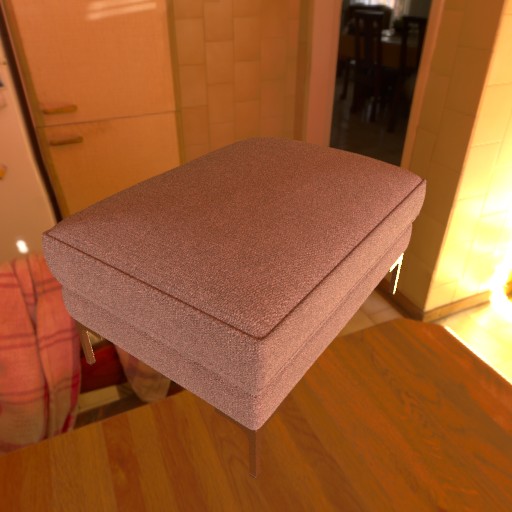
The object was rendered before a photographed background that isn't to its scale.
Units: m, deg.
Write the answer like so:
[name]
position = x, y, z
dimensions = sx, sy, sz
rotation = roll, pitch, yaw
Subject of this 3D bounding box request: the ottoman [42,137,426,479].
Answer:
[ottoman]
position = 0.000, 0.000, 1.142
dimensions = 0.583, 0.464, 0.785
rotation = 21, 38, 29
